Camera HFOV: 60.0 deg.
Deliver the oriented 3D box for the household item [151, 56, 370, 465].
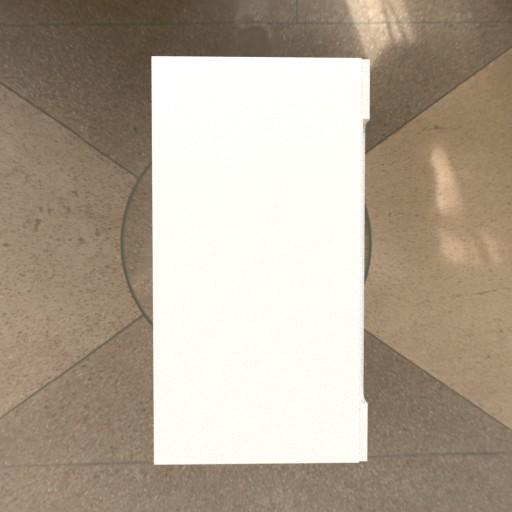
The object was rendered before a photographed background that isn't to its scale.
[{"bbox_3d":[0.000,0.000,1.365,0.420,1.010,0.790,0,92,-1],"label":"household item"}]
